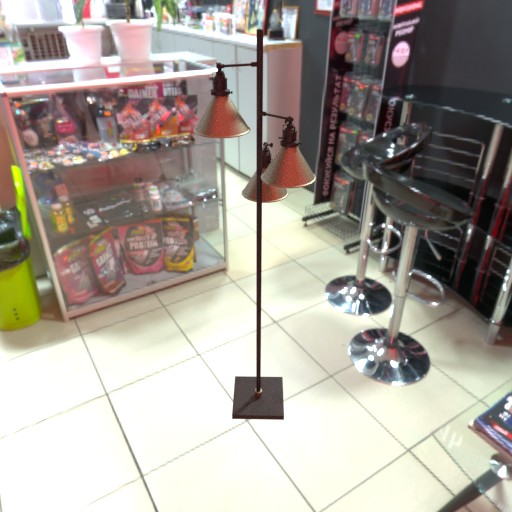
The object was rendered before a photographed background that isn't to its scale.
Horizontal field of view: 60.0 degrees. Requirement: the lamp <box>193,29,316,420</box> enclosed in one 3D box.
[{"bbox_3d":[0.000,0.000,1.872,0.428,1.716,0.415,0,32,1],"label":"lamp"}]
